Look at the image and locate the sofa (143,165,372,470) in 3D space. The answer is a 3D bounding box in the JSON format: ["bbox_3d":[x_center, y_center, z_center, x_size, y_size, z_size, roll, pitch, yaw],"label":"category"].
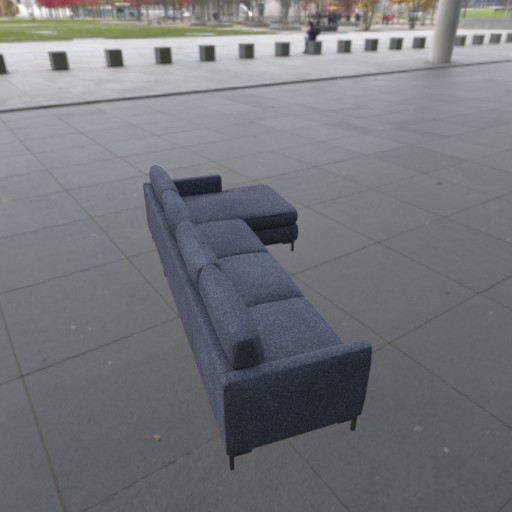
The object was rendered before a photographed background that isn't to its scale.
[{"bbox_3d":[0.000,0.000,3.466,1.350,0.810,2.932,-10,30,-17],"label":"sofa"}]
